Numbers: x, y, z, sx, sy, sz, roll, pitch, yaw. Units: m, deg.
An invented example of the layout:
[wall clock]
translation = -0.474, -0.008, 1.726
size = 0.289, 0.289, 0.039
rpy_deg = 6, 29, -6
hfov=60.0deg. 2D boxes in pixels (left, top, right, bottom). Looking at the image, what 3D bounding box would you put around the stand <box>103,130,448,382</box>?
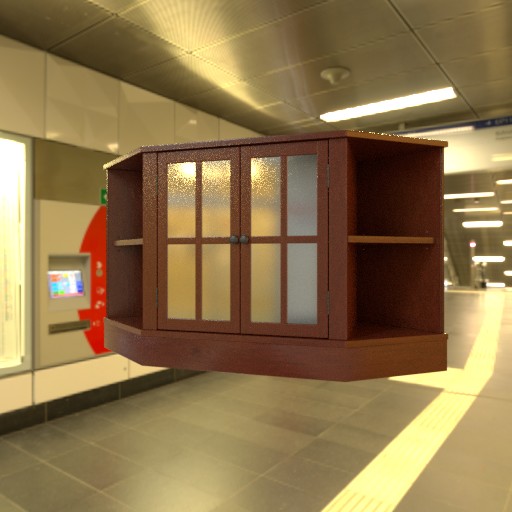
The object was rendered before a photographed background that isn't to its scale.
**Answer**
[stand]
translation = 0.000, 0.000, 1.338
size = 1.072, 0.614, 0.381
rpy_deg = 0, 0, 17
